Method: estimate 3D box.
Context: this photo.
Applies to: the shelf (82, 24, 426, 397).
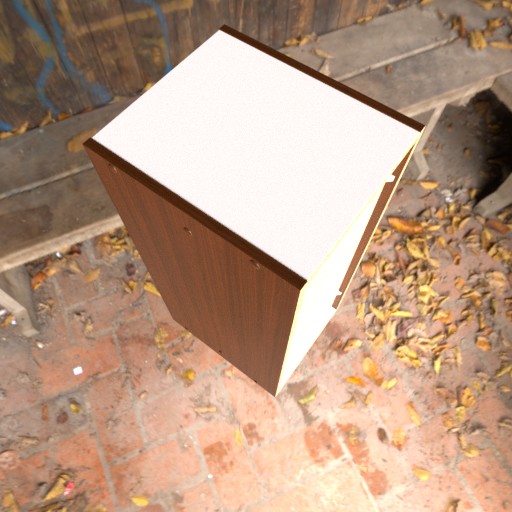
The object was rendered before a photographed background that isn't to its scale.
[{"bbox_3d":[0.000,0.000,0.760,0.290,0.600,0.253,34,68,16],"label":"shelf"}]
